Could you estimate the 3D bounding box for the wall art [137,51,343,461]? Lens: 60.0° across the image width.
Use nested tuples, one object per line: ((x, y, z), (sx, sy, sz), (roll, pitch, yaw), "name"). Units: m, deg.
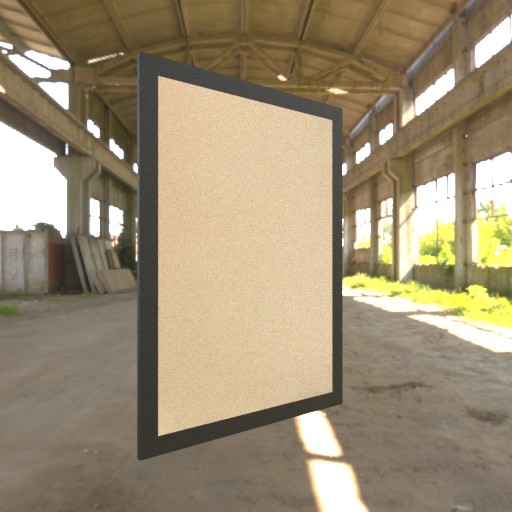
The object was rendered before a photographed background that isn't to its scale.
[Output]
((0.000, 0.000, 0.688), (0.379, 0.530, 0.008), (0, 0, -36), "wall art")
